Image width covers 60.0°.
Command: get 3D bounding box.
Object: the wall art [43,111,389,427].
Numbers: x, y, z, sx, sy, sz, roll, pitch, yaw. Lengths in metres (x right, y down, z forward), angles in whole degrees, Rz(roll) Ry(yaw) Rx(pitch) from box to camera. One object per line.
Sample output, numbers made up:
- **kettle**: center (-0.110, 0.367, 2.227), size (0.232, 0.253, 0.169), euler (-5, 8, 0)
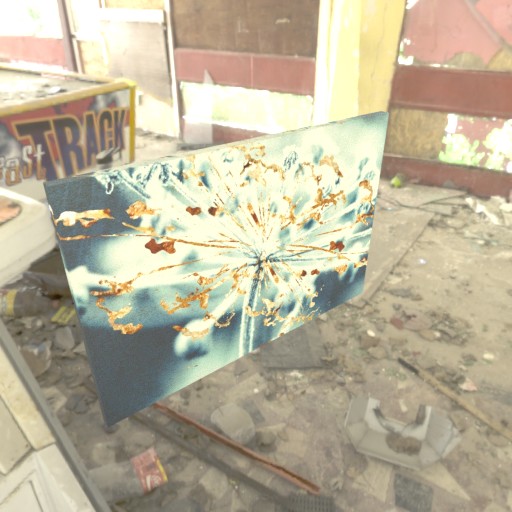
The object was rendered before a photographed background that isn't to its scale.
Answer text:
- **wall art**: center (0.000, 0.000, 1.438), size (1.138, 0.759, 0.035), euler (-21, 36, -32)
